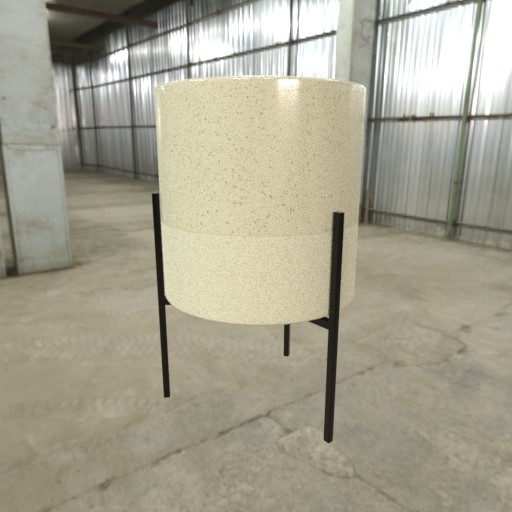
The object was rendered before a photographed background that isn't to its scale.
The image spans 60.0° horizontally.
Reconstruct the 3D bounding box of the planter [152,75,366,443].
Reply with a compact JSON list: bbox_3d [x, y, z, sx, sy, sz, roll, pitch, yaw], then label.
[{"bbox_3d":[0.000,0.000,0.550,0.243,0.390,0.234,-2,15,-9],"label":"planter"}]
